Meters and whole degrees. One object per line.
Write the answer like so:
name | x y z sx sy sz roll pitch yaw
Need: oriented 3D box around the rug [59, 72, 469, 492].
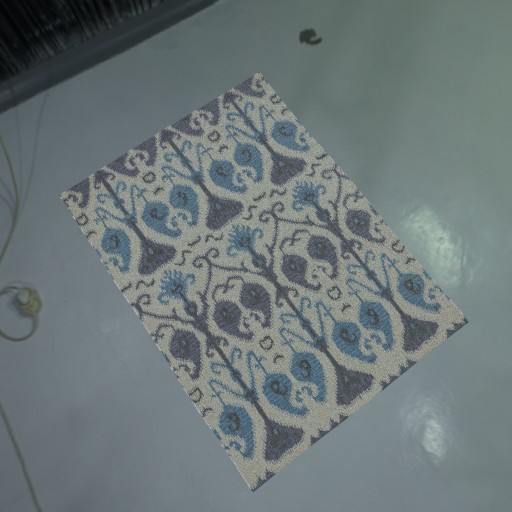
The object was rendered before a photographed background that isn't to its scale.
rug | 0.000 0.000 2.894 1.676 0.013 2.261 -35 78 -9
